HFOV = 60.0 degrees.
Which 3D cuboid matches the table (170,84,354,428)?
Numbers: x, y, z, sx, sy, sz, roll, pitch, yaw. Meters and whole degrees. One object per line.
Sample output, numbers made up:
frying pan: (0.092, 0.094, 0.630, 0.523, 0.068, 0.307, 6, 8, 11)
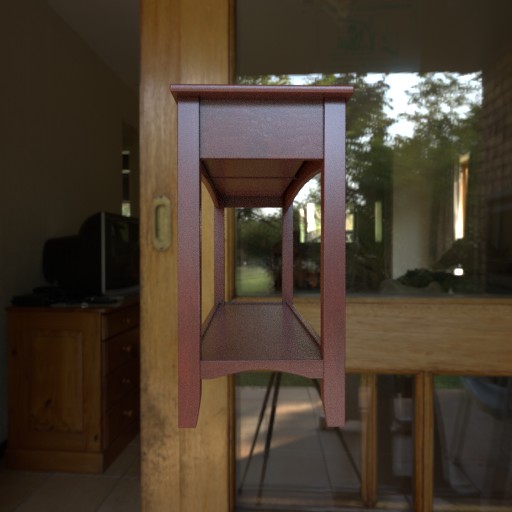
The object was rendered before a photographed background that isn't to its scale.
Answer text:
table: (0.000, 0.000, 1.532, 0.392, 0.739, 1.188, 0, 1, -1)
